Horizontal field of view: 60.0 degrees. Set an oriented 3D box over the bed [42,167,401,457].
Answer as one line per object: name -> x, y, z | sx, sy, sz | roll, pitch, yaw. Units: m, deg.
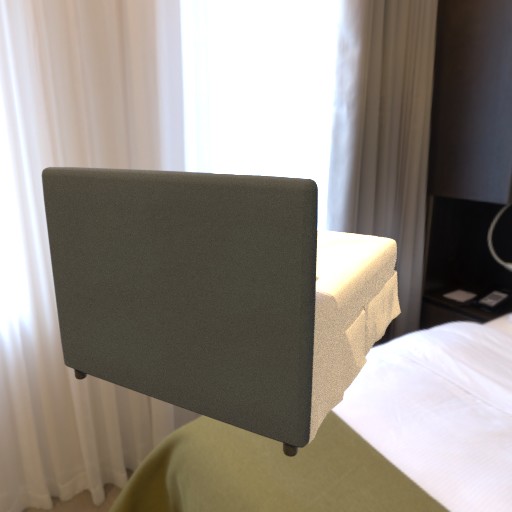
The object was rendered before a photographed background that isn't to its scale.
bed -> 0.000, 0.000, 3.187 | 1.713, 1.330, 2.162 | 8, 17, 28
